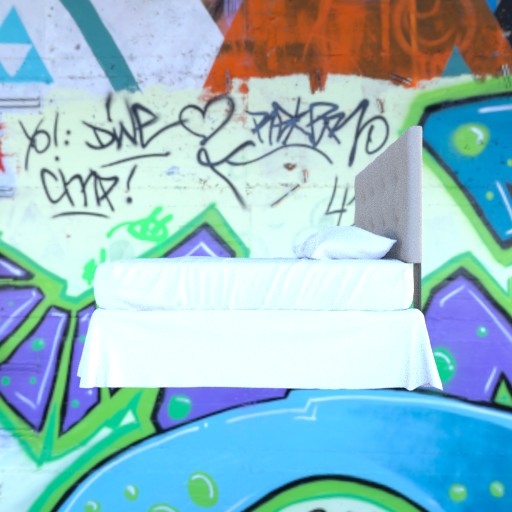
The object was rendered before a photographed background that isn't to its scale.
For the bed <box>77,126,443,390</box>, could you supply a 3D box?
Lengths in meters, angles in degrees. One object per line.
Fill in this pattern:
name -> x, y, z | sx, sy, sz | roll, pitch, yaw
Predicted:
bed -> 0.000, 0.000, 3.490 | 2.222, 1.577, 1.936 | 0, 0, 1
